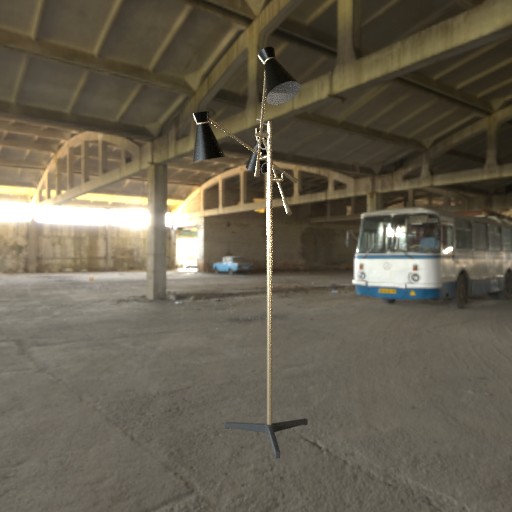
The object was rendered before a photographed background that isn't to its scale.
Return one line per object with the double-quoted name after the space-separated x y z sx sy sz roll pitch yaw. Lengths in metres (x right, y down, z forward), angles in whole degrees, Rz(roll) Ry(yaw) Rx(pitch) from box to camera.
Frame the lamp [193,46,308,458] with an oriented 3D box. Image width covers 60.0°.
0.000 0.000 2.184 0.653 1.804 0.750 0 0 -37 "lamp"
